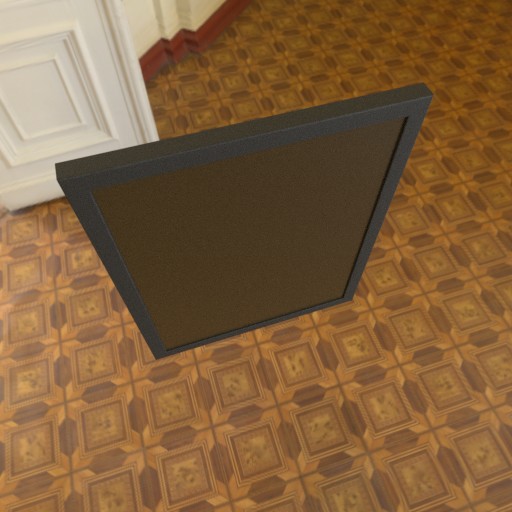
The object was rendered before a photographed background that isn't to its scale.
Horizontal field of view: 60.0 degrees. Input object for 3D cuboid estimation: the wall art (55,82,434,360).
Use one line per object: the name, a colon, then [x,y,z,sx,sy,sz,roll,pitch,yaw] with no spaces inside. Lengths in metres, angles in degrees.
wall art: [0.000,0.000,0.752,0.457,0.558,0.028,-15,59,-10]
